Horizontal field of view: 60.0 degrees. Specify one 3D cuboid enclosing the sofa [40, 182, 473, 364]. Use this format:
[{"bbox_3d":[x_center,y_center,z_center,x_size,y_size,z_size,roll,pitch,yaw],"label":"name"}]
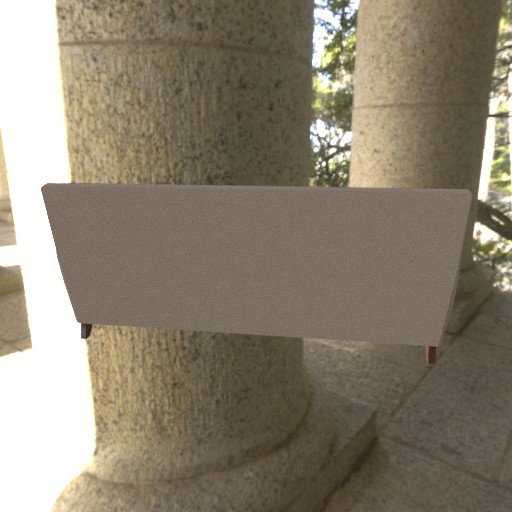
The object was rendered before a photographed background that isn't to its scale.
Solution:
[{"bbox_3d":[0.000,0.000,2.438,2.000,0.846,0.875,2,15,8],"label":"sofa"}]
